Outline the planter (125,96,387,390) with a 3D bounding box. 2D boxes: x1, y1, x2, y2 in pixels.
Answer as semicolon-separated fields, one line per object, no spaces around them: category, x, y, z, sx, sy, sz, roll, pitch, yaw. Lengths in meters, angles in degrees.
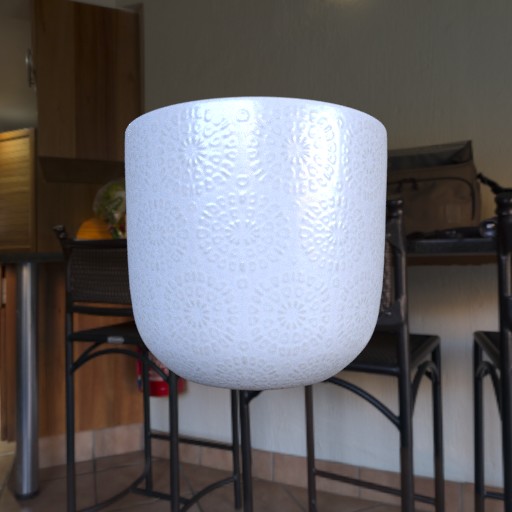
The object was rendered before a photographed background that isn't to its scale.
planter;0.000;0.000;0.366;0.208;0.190;0.208;0;0;0
